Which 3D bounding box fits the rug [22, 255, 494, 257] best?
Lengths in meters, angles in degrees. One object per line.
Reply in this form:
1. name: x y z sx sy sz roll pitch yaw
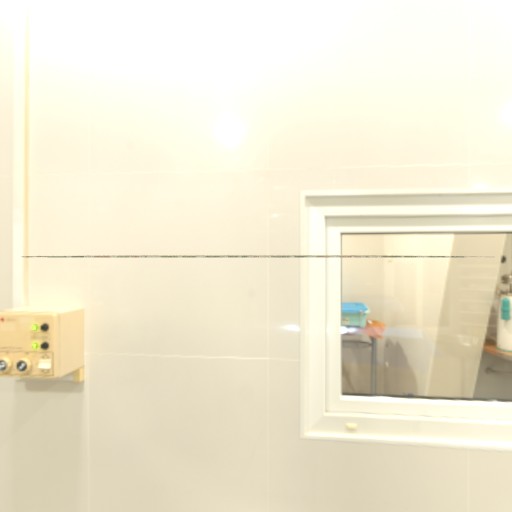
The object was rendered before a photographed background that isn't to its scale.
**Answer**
1. rug: 0.000 0.000 4.012 3.048 0.010 2.438 0 0 0
